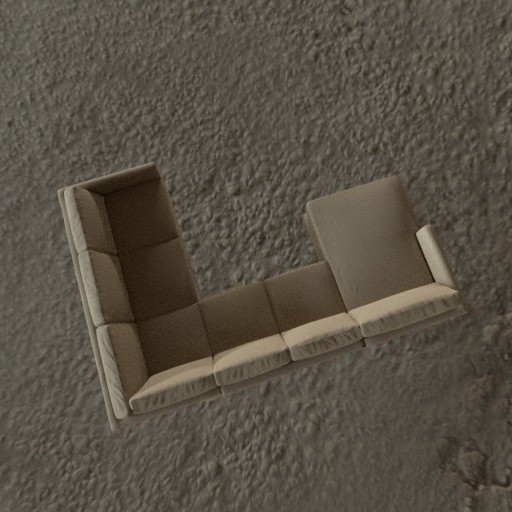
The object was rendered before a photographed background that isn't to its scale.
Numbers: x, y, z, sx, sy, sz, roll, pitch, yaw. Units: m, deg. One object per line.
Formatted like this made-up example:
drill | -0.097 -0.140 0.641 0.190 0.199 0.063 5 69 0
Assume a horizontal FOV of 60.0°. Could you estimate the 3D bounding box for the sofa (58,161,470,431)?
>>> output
sofa | 0.000 0.000 4.569 3.528 0.878 2.476 -17 76 -4
